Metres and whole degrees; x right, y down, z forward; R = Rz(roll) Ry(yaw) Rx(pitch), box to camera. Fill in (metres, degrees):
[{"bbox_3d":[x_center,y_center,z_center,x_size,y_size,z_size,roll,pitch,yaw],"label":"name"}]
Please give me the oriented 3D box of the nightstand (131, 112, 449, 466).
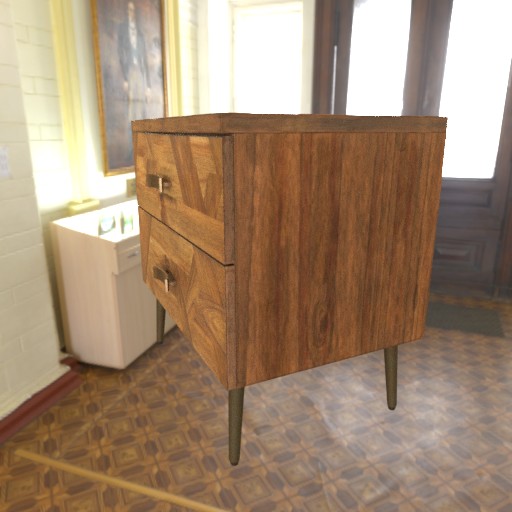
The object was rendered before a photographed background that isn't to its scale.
[{"bbox_3d":[0.000,0.000,1.031,0.458,0.610,0.610,-8,18,-25],"label":"nightstand"}]
